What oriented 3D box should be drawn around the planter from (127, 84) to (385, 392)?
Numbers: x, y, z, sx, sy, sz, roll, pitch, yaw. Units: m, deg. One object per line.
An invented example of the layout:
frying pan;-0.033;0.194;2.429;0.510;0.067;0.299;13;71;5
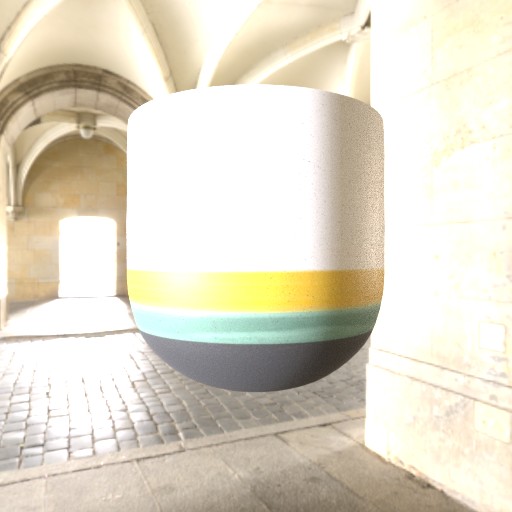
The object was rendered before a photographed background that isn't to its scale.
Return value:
planter;0.000;0.000;0.480;0.268;0.270;0.268;0;0;0
